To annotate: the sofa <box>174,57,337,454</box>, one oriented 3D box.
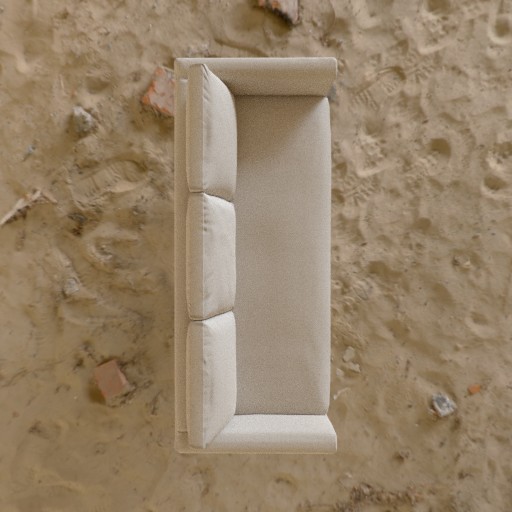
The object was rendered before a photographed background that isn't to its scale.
[{"bbox_3d":[0.000,0.000,2.654,0.902,0.911,2.198,0,90,1],"label":"sofa"}]
